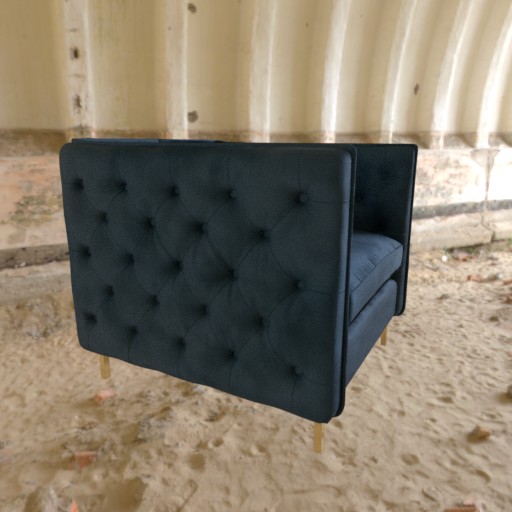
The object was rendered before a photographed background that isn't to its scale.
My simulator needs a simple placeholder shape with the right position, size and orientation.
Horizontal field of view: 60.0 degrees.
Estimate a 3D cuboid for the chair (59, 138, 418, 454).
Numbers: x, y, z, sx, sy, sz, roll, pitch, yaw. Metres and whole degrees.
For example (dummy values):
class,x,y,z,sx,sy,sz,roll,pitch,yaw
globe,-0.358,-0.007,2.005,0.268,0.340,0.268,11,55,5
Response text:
class,x,y,z,sx,sy,sz,roll,pitch,yaw
chair,0.000,0.000,1.499,0.877,0.771,0.868,8,16,28
